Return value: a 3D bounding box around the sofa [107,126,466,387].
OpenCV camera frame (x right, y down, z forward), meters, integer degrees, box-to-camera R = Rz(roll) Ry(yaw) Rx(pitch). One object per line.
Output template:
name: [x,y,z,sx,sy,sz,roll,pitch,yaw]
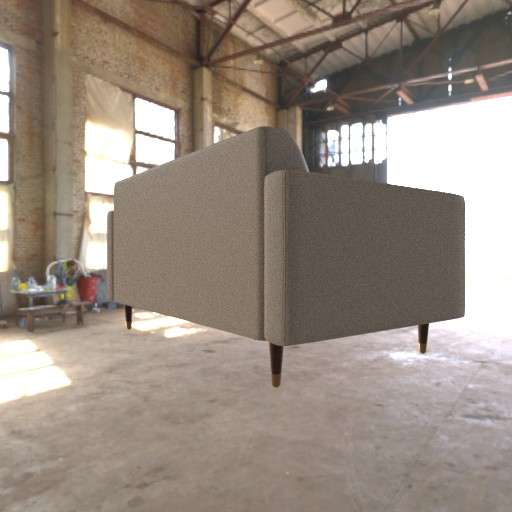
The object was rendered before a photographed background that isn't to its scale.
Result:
sofa: [0.000,0.000,2.127,0.950,0.801,1.585,0,1,-36]
